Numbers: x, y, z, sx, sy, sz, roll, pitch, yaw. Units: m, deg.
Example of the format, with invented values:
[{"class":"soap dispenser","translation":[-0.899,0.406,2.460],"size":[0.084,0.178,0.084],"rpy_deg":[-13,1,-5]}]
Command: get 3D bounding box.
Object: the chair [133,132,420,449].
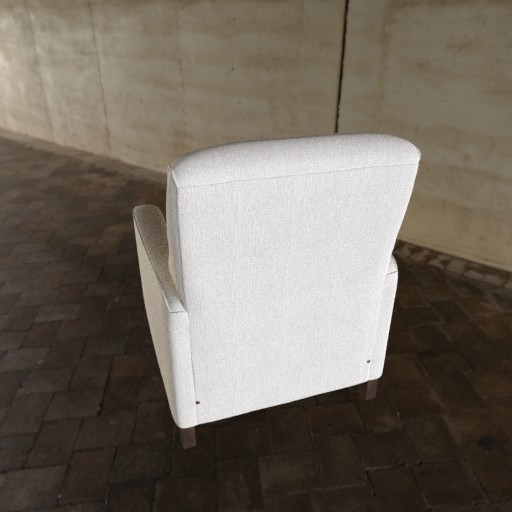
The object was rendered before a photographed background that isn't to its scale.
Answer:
[{"class":"chair","translation":[0.000,0.000,1.663],"size":[0.841,1.028,0.858],"rpy_deg":[-9,29,-17]}]
